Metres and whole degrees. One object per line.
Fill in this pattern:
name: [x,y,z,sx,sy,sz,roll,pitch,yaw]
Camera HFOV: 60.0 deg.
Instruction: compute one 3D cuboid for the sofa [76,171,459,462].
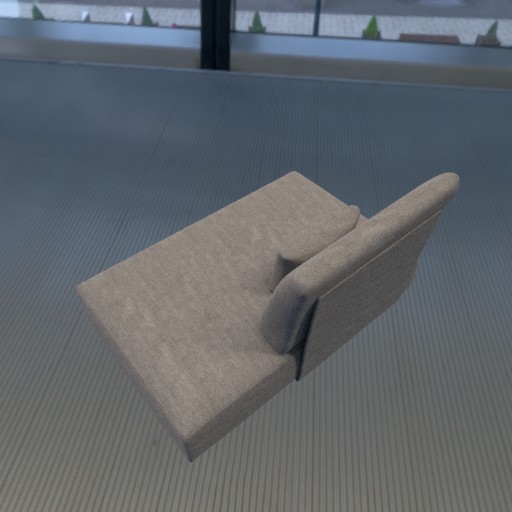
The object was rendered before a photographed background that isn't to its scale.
sofa: [0.000,0.000,2.047,1.450,0.820,1.002,-31,54,-26]
